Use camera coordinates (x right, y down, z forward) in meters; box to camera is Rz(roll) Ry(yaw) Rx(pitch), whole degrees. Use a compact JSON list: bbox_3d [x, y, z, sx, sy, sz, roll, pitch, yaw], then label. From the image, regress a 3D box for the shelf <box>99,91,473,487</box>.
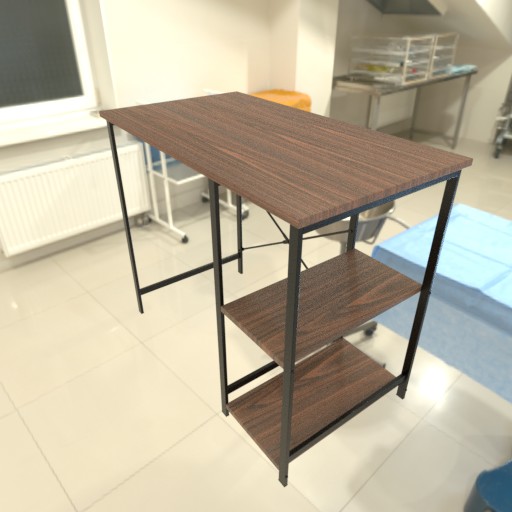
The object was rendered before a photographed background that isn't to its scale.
[{"bbox_3d":[0.000,0.000,1.331,0.498,0.750,0.902,-21,37,-31],"label":"shelf"}]
